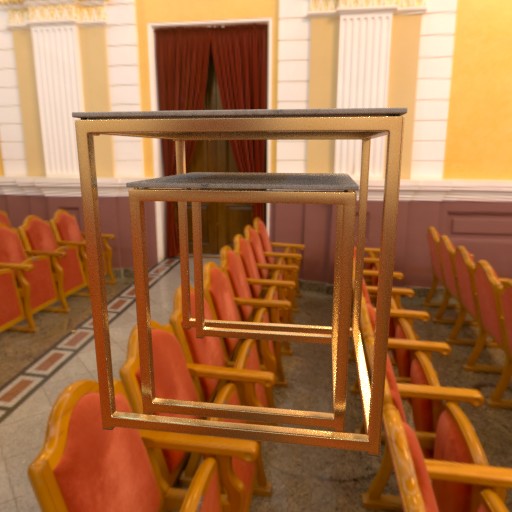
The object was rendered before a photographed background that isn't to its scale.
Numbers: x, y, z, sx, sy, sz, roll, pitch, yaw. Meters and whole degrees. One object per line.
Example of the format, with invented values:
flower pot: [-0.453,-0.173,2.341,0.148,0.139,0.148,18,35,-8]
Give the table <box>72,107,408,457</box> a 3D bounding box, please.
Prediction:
table: [0.000,0.000,0.856,0.450,0.500,0.450,2,13,9]
